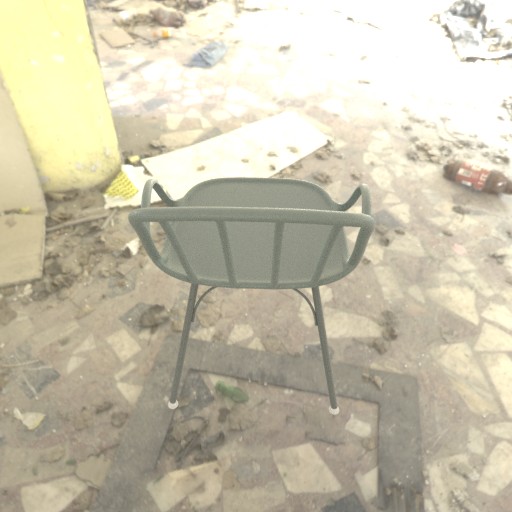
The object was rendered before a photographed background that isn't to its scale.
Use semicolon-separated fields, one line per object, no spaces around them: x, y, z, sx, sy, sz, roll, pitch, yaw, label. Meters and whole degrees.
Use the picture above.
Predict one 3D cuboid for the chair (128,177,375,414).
0.000;0.000;1.195;0.549;0.816;0.597;1;46;1;chair
